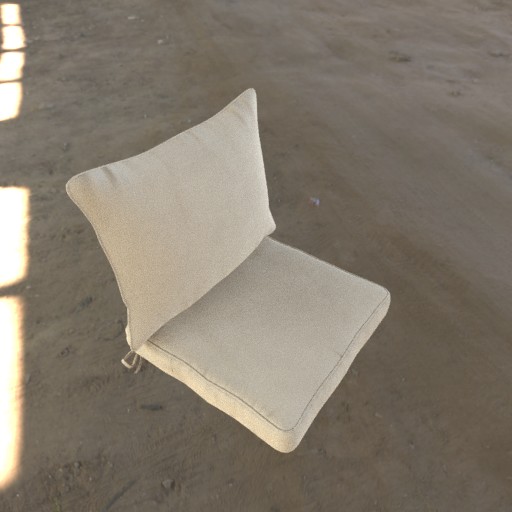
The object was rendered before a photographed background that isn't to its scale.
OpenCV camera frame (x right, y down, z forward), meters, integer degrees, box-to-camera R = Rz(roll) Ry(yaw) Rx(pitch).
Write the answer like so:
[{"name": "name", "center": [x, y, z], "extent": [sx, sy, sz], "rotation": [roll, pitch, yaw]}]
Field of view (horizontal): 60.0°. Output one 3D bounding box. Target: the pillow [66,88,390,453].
[{"name": "pillow", "center": [0.000, 0.000, 1.388], "extent": [0.733, 0.716, 0.798], "rotation": [25, 47, 26]}]
